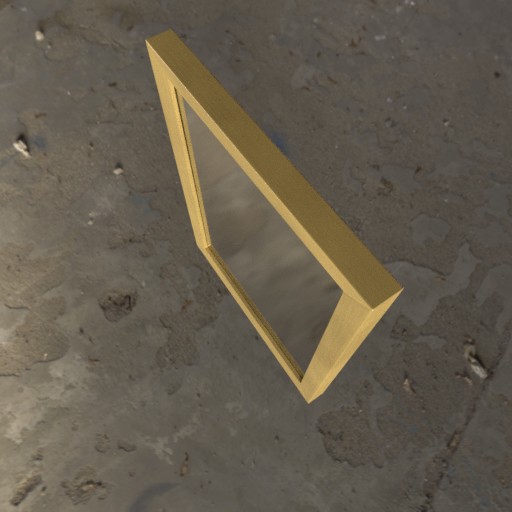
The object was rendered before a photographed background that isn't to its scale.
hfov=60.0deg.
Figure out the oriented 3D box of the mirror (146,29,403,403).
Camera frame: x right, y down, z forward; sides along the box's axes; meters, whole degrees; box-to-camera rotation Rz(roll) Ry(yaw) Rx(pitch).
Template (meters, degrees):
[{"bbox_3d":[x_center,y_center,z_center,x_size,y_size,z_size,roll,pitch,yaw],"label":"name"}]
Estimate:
[{"bbox_3d":[0.000,0.000,0.676,0.041,0.508,0.405,-31,67,-15],"label":"mirror"}]
